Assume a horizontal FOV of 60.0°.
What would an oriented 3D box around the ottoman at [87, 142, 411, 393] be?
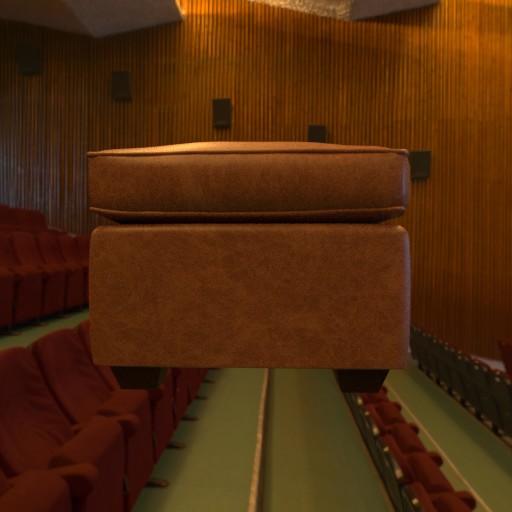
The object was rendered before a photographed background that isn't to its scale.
[{"bbox_3d":[0.000,0.000,1.094,0.554,0.468,0.756,0,1,2],"label":"ottoman"}]
